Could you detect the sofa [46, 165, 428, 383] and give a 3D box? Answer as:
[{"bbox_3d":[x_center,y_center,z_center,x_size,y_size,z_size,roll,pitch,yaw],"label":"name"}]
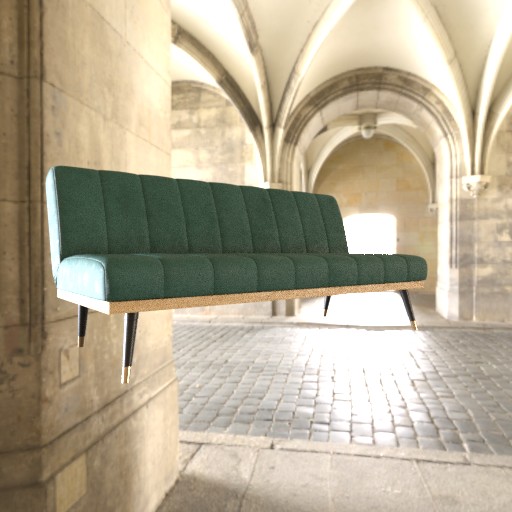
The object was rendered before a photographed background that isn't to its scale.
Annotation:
[{"bbox_3d":[0.000,0.000,2.254,1.810,0.820,0.830,0,1,-37],"label":"sofa"}]
